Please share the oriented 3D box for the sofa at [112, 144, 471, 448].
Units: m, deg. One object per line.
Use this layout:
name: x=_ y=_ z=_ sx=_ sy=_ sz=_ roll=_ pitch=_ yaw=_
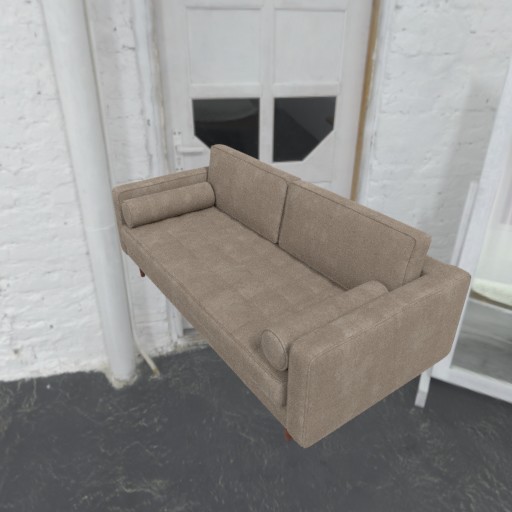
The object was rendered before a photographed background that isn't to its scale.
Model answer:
sofa: x=0.000 y=0.000 z=2.349 sx=0.920 sy=0.769 sz=1.883 roll=-19 pitch=35 yaw=-30
